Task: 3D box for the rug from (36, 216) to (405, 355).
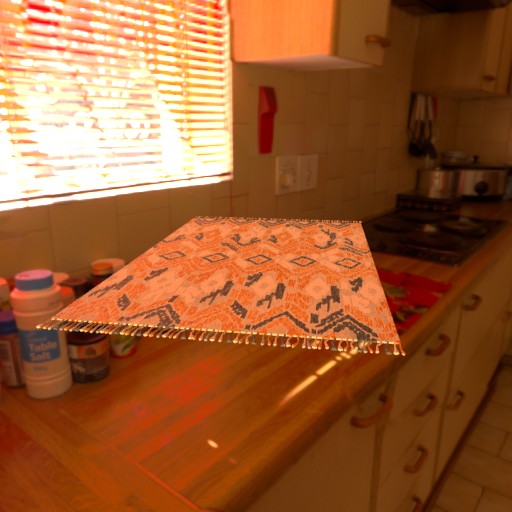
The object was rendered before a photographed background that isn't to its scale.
[{"bbox_3d":[0.000,0.000,2.929,1.533,0.010,2.428,3,17,8],"label":"rug"}]
